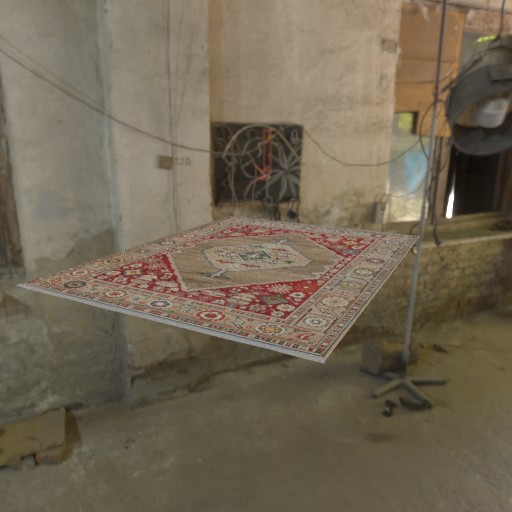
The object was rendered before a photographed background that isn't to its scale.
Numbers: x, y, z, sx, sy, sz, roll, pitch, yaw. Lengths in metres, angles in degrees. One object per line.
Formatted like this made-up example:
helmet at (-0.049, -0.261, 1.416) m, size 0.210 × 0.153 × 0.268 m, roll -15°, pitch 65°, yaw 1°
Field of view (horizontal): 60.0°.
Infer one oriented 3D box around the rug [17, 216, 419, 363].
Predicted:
rug at (0.000, 0.000, 4.122) m, size 2.451 × 0.008 × 3.143 m, roll 8°, pitch 18°, yaw 27°
